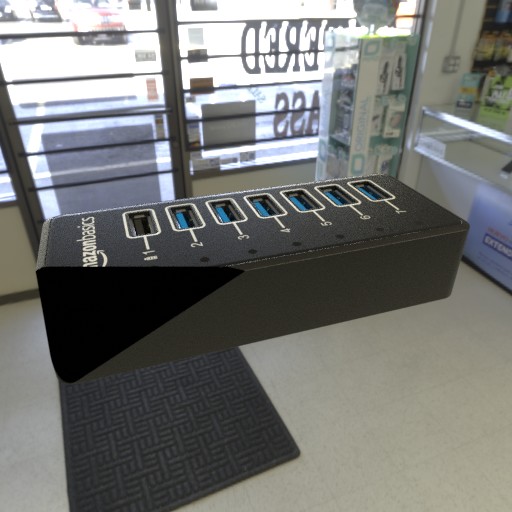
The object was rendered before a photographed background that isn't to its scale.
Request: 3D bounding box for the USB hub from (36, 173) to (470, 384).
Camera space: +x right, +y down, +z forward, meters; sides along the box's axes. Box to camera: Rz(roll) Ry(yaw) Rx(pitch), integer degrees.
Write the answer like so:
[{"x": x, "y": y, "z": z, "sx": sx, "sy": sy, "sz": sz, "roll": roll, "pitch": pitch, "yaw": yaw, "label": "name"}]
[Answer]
[{"x": 0.000, "y": 0.000, "z": 0.126, "sx": 0.110, "sy": 0.023, "sz": 0.044, "roll": -10, "pitch": 33, "yaw": -16, "label": "USB hub"}]
